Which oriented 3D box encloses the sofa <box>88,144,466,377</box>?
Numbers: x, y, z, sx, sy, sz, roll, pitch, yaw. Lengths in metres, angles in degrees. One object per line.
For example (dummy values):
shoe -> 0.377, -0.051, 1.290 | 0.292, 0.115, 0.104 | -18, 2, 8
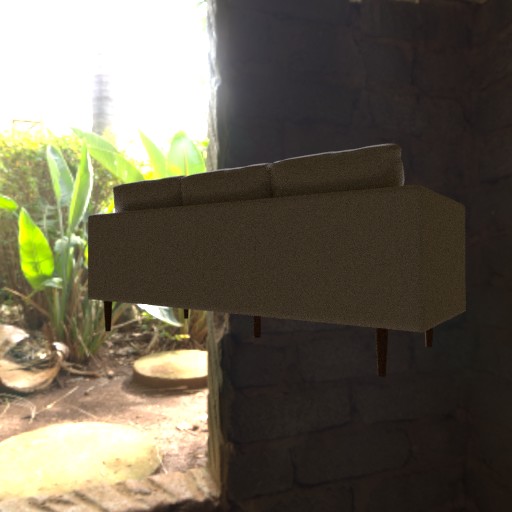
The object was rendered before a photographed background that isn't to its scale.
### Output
sofa -> 0.000, 0.000, 2.478 | 2.029, 0.912, 0.802 | 0, 0, 36
